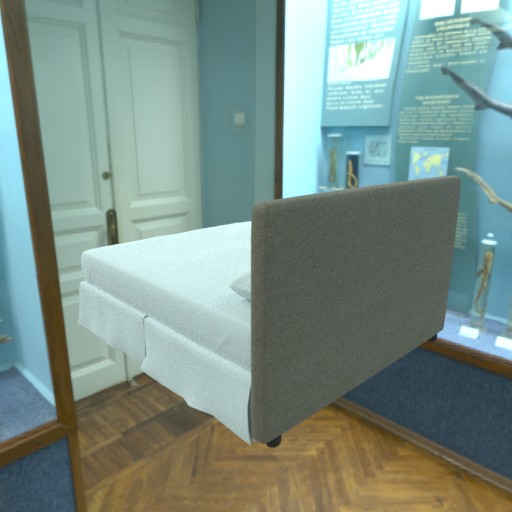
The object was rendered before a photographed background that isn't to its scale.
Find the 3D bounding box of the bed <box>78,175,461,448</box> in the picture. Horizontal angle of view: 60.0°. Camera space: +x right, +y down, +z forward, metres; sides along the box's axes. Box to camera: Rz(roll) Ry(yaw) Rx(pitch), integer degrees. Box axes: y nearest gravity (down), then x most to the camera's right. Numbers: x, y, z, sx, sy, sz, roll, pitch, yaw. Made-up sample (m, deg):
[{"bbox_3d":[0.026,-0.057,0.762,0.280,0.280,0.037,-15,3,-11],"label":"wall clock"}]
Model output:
[{"bbox_3d":[0.000,0.000,3.567,2.119,1.317,2.341,-14,21,-41],"label":"bed"}]
